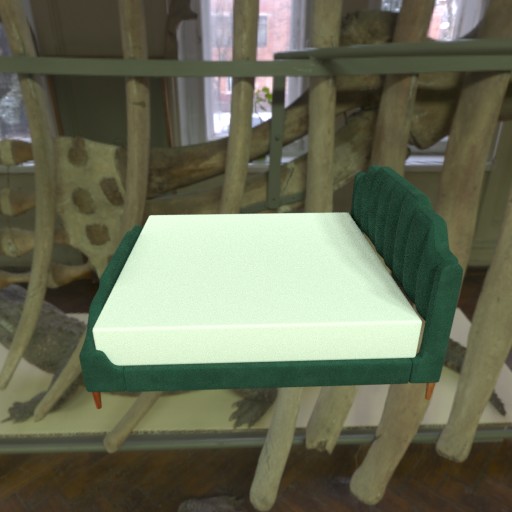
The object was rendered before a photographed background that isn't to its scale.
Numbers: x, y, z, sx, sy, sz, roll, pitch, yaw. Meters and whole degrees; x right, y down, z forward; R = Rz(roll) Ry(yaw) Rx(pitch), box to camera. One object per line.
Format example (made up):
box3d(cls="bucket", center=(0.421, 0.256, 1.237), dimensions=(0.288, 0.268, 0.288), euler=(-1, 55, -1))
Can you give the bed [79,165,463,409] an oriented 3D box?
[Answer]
box3d(cls="bed", center=(0.000, 0.000, 3.612), dimensions=(2.340, 1.245, 2.074), euler=(-1, 26, -2))
